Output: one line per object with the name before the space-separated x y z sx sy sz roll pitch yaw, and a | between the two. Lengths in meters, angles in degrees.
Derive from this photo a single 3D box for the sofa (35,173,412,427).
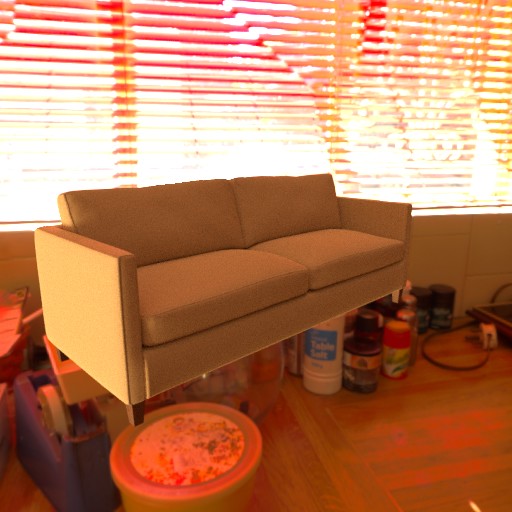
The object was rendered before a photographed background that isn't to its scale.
sofa | 0.000 0.000 2.836 2.361 0.968 0.951 -13 19 -42
